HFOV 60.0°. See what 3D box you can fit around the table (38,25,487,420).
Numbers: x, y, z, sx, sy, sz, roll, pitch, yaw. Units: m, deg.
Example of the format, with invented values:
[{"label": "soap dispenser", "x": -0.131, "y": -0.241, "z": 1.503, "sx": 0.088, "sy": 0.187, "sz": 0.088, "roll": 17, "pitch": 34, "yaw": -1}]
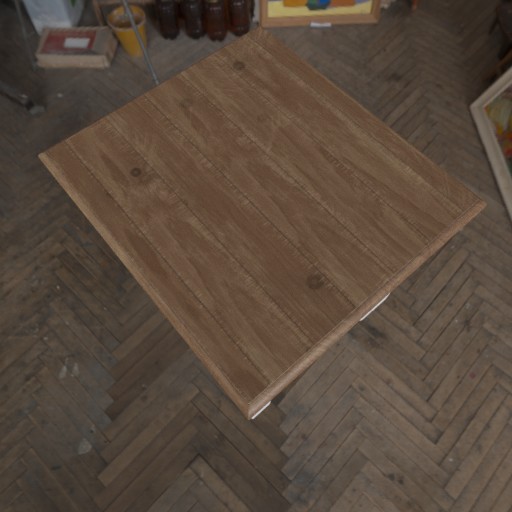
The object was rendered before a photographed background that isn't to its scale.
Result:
[{"label": "table", "x": 0.000, "y": 0.000, "z": 0.911, "sx": 0.457, "sy": 0.561, "sz": 0.508, "roll": -38, "pitch": 70, "yaw": -16}]
